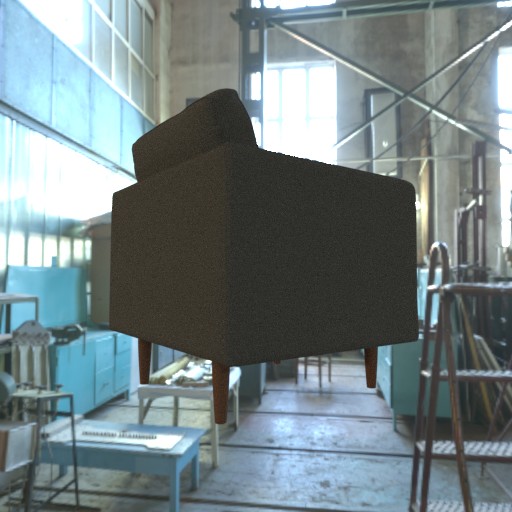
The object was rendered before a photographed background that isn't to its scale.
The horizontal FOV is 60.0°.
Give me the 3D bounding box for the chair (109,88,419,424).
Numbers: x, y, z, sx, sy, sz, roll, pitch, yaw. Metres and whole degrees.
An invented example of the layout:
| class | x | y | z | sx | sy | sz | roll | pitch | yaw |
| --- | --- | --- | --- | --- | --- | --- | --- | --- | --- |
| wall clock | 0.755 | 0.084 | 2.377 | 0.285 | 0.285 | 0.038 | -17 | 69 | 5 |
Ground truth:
| class | x | y | z | sx | sy | sz | roll | pitch | yaw |
| --- | --- | --- | --- | --- | --- | --- | --- | --- | --- |
| chair | 0.000 | 0.000 | 1.604 | 0.800 | 0.927 | 0.854 | 2 | -3 | -36 |
